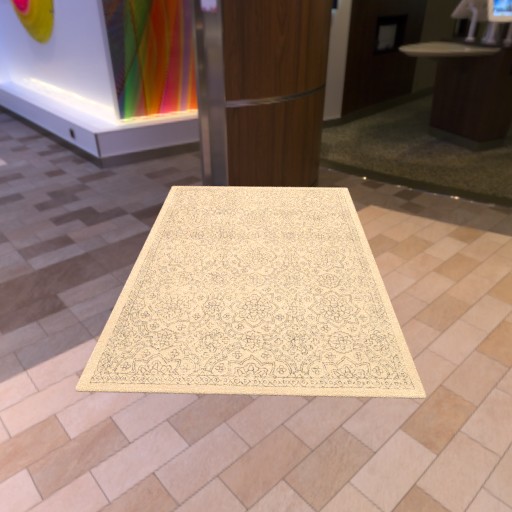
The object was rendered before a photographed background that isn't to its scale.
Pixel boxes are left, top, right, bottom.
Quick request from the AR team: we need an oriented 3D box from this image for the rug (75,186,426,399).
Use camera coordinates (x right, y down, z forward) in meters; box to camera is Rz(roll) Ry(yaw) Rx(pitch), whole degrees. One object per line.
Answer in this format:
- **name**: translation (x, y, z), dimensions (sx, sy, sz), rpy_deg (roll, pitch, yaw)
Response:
- **rug**: translation (0.000, 0.000, 2.308), dimensions (1.219, 0.010, 1.829), rpy_deg (1, 32, 1)
